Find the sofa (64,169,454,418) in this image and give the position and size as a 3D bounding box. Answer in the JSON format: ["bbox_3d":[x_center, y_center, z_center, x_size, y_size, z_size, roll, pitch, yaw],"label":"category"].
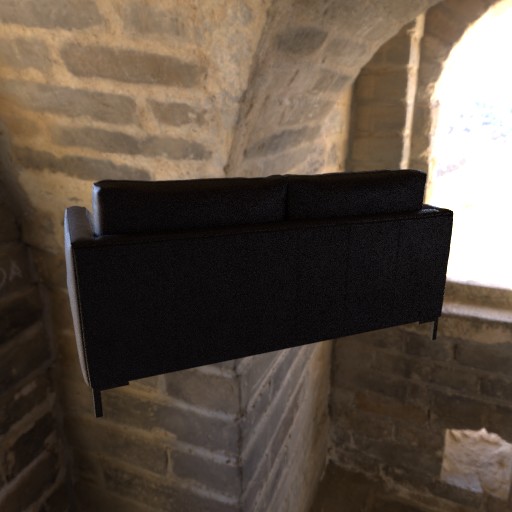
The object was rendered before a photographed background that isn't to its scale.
[{"bbox_3d":[0.000,0.000,2.275,1.805,0.883,0.947,-7,16,-25],"label":"sofa"}]
